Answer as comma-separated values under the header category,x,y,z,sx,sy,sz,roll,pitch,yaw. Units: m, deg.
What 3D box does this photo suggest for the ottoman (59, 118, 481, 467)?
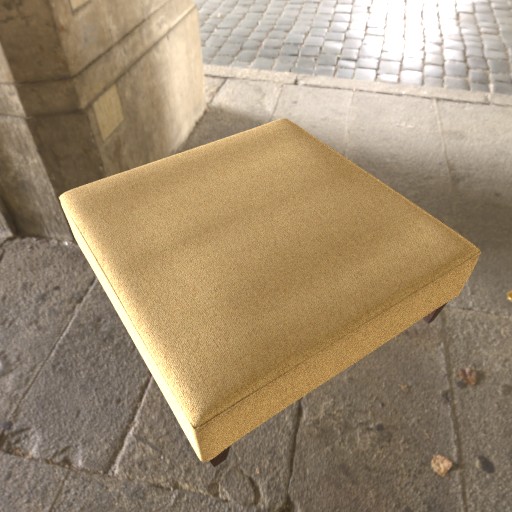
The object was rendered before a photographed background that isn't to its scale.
category,x,y,z,sx,sy,sz,roll,pitch,yaw
ottoman,0.000,0.000,1.503,0.970,0.378,0.981,-25,51,-23
